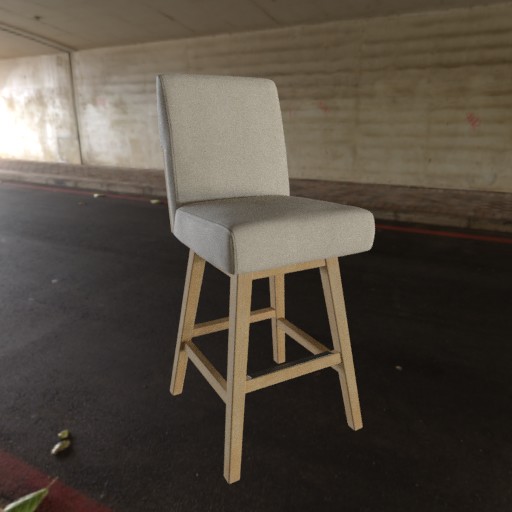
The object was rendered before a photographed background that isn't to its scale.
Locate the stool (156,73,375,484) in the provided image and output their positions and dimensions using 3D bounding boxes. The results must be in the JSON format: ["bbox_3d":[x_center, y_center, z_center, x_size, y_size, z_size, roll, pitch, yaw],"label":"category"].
[{"bbox_3d":[0.000,0.000,1.293,0.446,1.015,0.543,-9,20,-28],"label":"stool"}]
